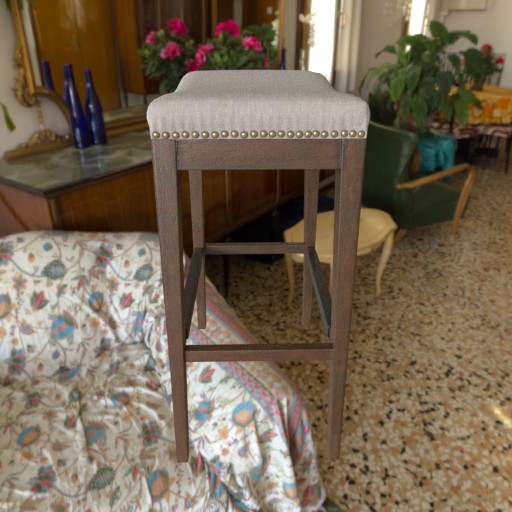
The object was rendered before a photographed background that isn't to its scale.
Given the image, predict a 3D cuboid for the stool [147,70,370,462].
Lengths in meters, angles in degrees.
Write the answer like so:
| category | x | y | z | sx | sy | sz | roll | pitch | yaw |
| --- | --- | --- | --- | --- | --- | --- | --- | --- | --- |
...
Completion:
| category | x | y | z | sx | sy | sz | roll | pitch | yaw |
| --- | --- | --- | --- | --- | --- | --- | --- | --- | --- |
| stool | 0.000 | 0.000 | 1.024 | 0.356 | 0.762 | 0.508 | -1 | 27 | -1 |
